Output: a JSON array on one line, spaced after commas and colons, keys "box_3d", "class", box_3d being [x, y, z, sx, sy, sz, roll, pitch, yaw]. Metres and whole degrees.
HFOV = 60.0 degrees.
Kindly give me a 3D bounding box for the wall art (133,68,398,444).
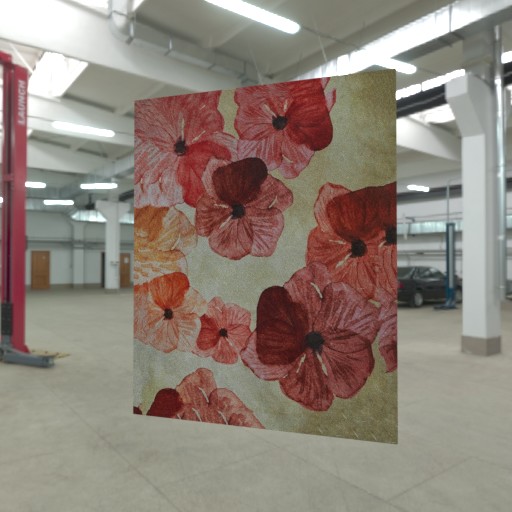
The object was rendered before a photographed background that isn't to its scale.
[{"box_3d": [0.000, 0.000, 0.671, 0.406, 0.508, 0.028, 0, -1, 17], "class": "wall art"}]
